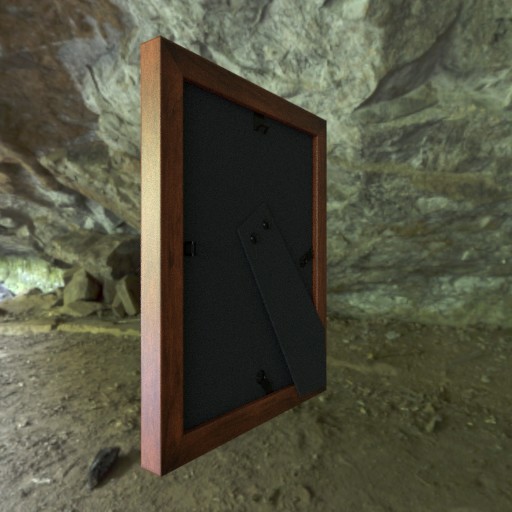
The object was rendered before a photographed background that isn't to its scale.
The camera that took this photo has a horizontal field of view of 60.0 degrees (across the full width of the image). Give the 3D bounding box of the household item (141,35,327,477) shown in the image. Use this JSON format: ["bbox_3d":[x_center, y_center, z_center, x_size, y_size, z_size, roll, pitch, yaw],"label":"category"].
[{"bbox_3d":[0.000,0.000,0.335,0.020,0.250,0.200,0,0,37],"label":"household item"}]
